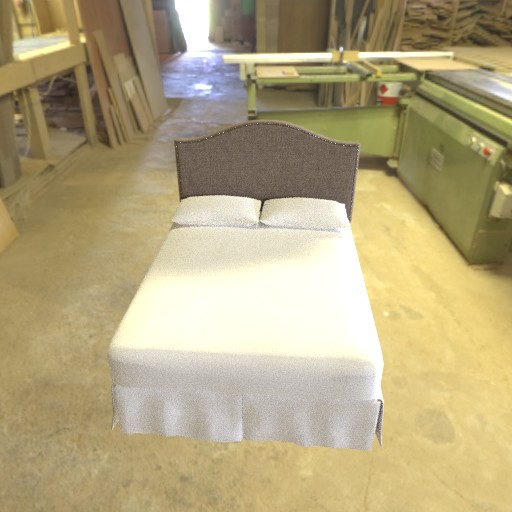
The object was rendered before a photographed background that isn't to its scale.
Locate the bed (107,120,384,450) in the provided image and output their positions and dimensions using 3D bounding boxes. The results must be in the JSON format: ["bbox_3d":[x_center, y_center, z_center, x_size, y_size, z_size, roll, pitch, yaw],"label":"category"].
[{"bbox_3d":[0.000,0.000,3.308,1.713,1.518,2.153,2,30,4],"label":"bed"}]
